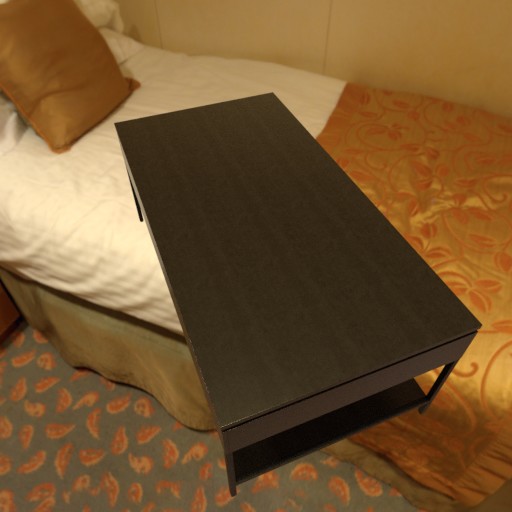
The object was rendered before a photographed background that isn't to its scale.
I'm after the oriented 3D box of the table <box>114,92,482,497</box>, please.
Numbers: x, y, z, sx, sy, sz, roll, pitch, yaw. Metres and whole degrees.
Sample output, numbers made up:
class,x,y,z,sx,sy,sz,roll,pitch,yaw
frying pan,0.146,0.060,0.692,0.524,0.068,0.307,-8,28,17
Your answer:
class,x,y,z,sx,sy,sz,roll,pitch,yaw
table,0.000,0.000,1.352,0.574,0.435,1.095,-16,49,-15
